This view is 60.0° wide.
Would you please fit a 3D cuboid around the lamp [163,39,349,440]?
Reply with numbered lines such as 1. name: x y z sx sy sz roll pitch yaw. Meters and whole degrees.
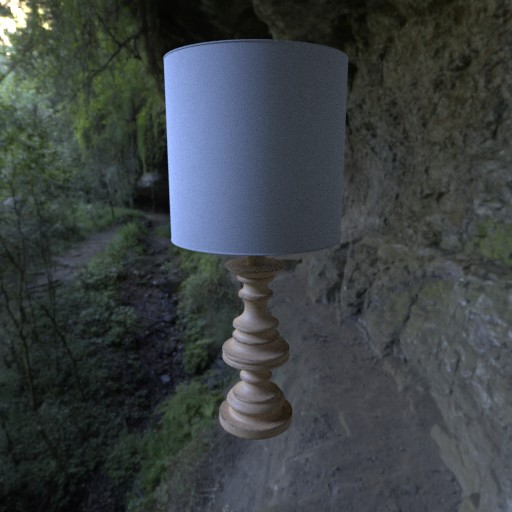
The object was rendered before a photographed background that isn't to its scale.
1. lamp: 0.000 0.000 0.559 0.208 0.455 0.208 7 14 27
